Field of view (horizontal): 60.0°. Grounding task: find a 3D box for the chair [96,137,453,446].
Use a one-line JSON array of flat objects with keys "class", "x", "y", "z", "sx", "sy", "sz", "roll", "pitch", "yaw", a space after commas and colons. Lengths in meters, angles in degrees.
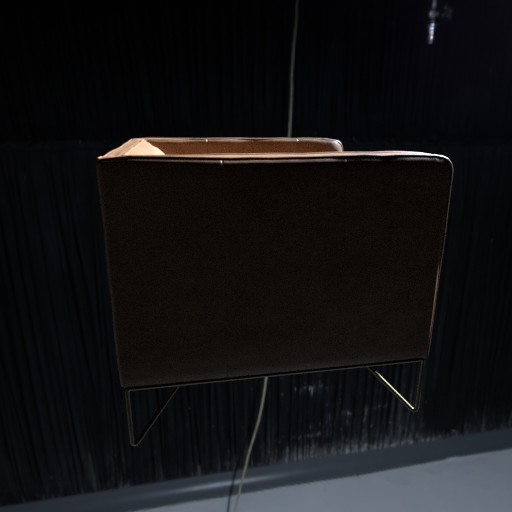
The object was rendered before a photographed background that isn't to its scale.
[{"class": "chair", "x": 0.000, "y": 0.000, "z": 1.603, "sx": 0.912, "sy": 0.797, "sz": 0.920, "roll": -3, "pitch": 18, "yaw": -10}]
